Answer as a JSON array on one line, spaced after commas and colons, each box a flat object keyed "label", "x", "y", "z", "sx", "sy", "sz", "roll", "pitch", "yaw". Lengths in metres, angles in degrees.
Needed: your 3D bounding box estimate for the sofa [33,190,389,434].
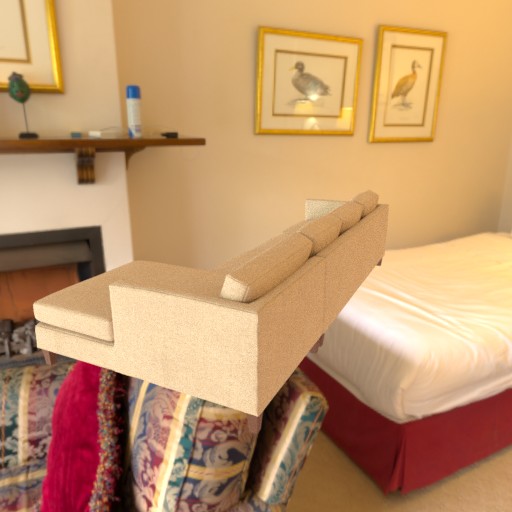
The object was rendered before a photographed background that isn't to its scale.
[{"label": "sofa", "x": 0.000, "y": 0.000, "z": 3.812, "sx": 1.625, "sy": 0.846, "sz": 3.186, "roll": 8, "pitch": 19, "yaw": 25}]
